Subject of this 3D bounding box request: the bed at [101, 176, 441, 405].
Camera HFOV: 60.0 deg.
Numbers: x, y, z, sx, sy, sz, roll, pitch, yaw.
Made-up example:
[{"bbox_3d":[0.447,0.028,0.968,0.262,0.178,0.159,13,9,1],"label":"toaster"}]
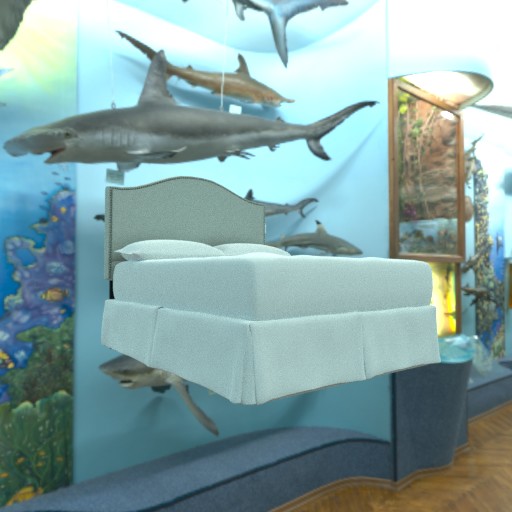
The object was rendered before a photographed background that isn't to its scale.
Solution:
[{"bbox_3d":[0.000,0.000,3.529,1.813,1.607,2.180,1,-2,-37],"label":"bed"}]
